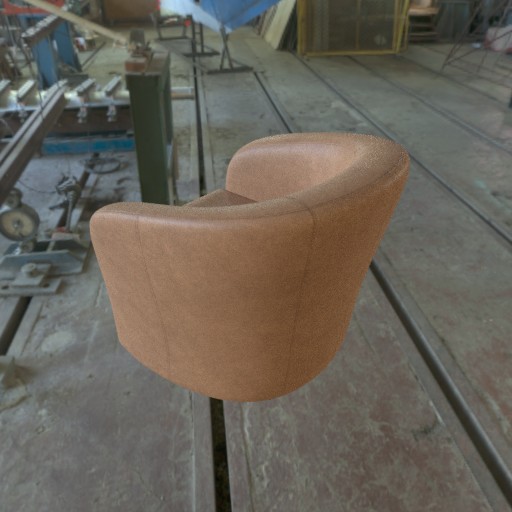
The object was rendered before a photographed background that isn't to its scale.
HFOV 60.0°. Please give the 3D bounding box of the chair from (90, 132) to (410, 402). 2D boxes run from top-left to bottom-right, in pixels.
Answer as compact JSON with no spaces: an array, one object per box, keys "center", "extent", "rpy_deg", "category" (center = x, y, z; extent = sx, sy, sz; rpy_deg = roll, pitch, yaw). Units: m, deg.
[{"center":[0.000,0.000,1.436],"extent":[0.815,0.771,0.791],"rpy_deg":[23,40,30],"category":"chair"}]
